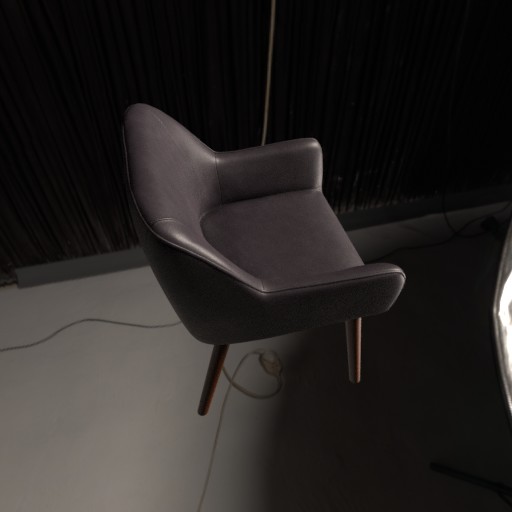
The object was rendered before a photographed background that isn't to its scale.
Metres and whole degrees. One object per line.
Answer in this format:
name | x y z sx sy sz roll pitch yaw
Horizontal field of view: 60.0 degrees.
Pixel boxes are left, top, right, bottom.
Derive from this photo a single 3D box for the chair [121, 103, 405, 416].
chair | 0.000 0.000 1.314 0.610 0.828 0.610 -11 48 -10
